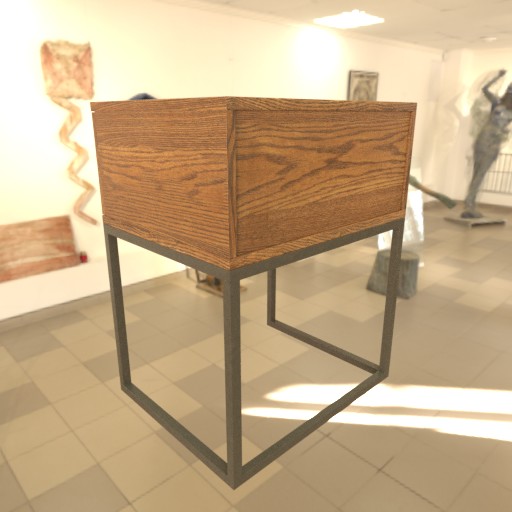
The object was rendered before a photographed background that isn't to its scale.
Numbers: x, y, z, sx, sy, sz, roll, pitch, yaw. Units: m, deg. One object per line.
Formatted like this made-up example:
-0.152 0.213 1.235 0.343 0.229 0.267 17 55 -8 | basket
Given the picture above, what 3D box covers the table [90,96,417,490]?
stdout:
0.000 0.000 0.930 0.482 0.610 0.400 -16 24 -41 | table
